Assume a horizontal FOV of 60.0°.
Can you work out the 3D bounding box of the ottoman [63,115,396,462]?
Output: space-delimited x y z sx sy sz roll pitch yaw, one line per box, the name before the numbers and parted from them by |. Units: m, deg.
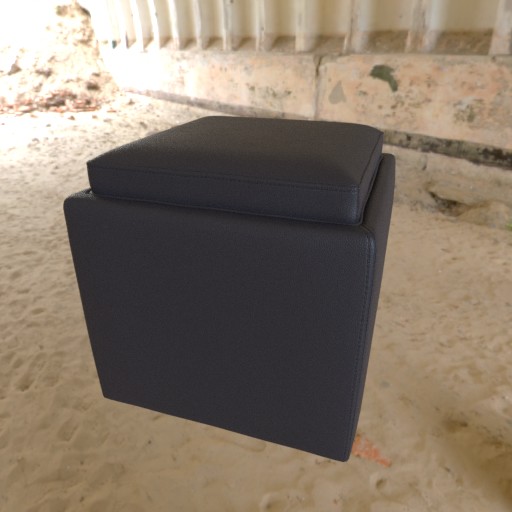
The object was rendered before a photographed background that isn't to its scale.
ottoman | 0.000 0.000 0.815 0.451 0.460 0.450 8 27 17
